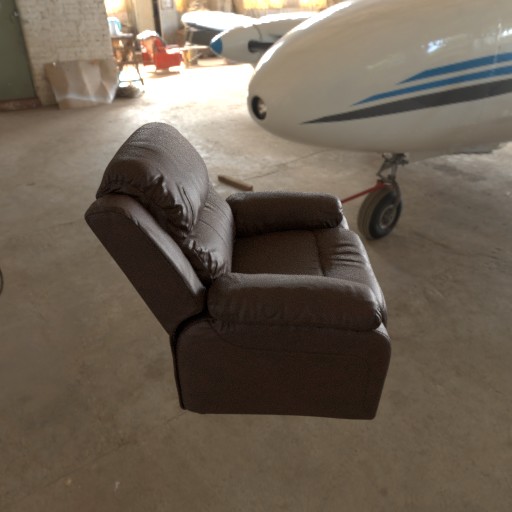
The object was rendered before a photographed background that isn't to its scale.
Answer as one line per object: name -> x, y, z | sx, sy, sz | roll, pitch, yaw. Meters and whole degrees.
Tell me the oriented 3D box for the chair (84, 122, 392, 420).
chair -> 0.000, 0.000, 1.278 | 0.707, 0.702, 0.680 | 0, 31, 1
